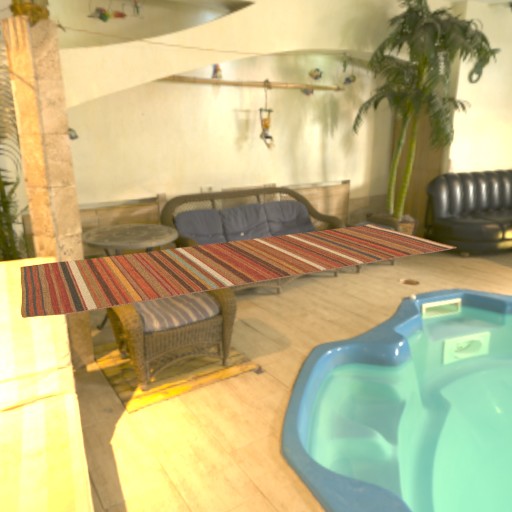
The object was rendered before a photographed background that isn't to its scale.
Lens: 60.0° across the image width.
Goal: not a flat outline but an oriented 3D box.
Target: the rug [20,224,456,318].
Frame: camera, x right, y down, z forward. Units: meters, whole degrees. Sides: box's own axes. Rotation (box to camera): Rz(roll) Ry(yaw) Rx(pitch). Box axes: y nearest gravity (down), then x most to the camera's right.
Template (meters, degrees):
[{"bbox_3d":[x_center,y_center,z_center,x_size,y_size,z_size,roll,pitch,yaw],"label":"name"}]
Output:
[{"bbox_3d":[0.000,0.000,2.579,2.444,0.030,0.799,-8,18,-27],"label":"rug"}]
